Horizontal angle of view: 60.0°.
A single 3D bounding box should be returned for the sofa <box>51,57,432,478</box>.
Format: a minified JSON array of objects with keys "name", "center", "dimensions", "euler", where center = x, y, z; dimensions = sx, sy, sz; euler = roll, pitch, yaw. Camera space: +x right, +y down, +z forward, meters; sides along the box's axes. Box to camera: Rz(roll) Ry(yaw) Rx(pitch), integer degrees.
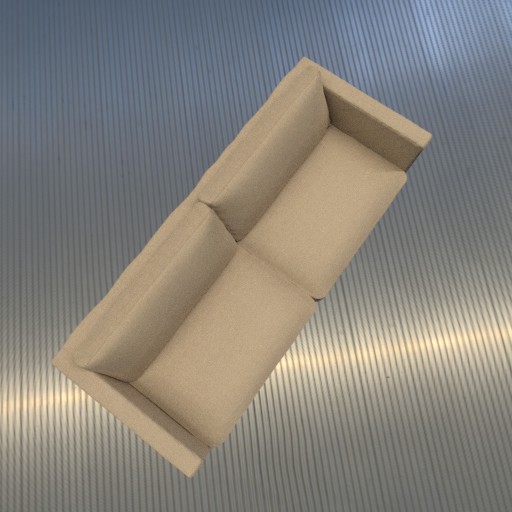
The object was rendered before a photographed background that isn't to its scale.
[{"name":"sofa","center":[0.000,0.000,2.694],"dimensions":[0.962,0.853,2.312],"euler":[35,78,9]}]
